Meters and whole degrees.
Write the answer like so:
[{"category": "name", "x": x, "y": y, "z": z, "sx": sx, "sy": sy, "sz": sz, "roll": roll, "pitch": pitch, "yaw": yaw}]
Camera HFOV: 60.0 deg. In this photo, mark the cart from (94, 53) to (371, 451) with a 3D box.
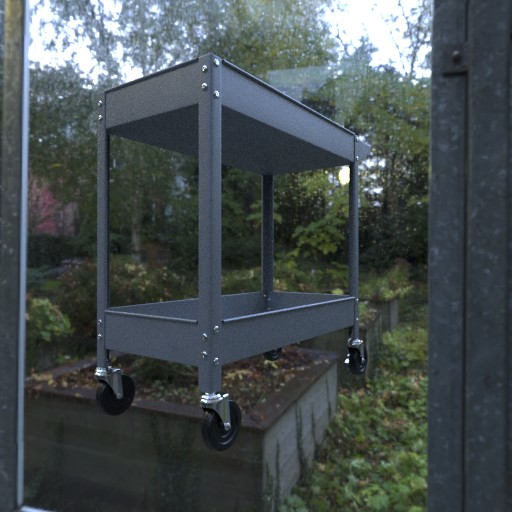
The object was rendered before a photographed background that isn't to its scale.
[{"category": "cart", "x": 0.000, "y": 0.000, "z": 1.192, "sx": 0.366, "sy": 0.719, "sz": 0.779, "roll": 0, "pitch": 0, "yaw": 36}]
